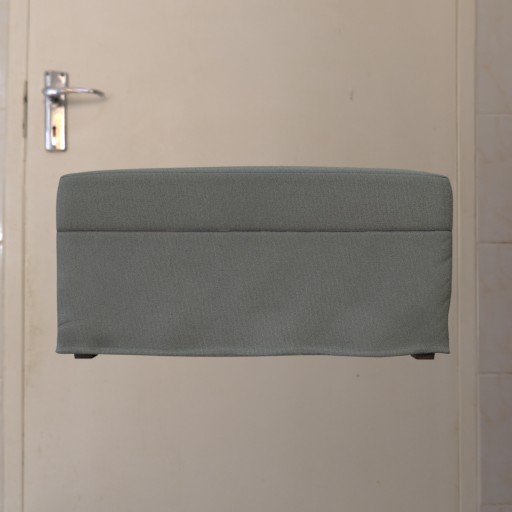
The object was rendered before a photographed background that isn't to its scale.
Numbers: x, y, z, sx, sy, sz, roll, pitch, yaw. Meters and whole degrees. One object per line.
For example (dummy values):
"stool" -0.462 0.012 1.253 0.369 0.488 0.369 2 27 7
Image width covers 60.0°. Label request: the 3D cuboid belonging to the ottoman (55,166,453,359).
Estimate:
"ottoman" 0.000 0.000 1.310 0.842 0.441 0.843 0 -1 1
